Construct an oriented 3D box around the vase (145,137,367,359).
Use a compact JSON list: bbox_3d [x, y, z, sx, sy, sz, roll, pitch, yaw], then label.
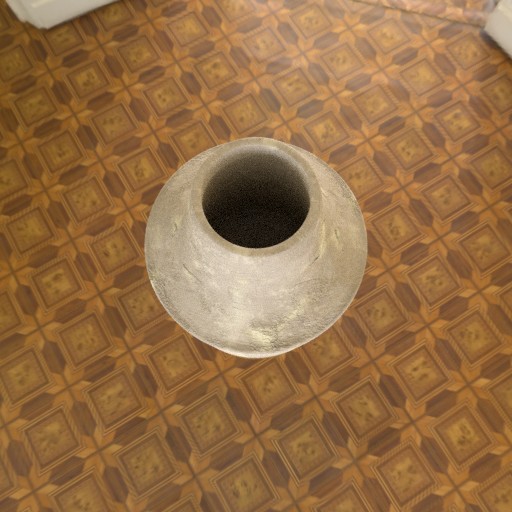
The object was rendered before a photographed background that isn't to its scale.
[{"bbox_3d":[0.000,0.000,0.416,0.184,0.305,0.184,0,76,0],"label":"vase"}]
